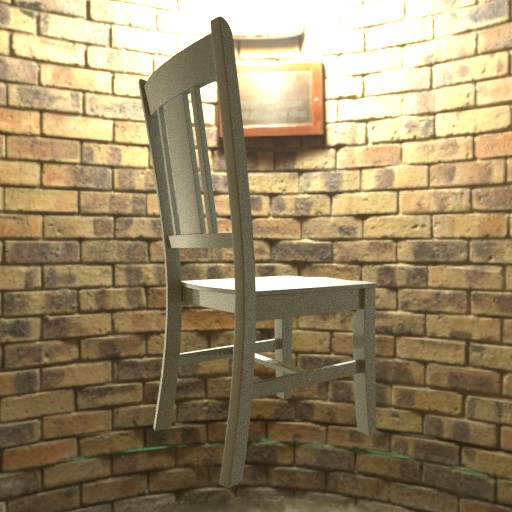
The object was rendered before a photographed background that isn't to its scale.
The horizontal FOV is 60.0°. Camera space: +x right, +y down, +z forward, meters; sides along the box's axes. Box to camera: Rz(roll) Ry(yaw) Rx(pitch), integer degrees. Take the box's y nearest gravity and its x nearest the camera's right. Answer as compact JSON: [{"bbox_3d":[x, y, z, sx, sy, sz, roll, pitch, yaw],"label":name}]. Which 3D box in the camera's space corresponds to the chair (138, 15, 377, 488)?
[{"bbox_3d":[0.000,0.000,1.245,0.555,0.998,0.450,-1,1,-36],"label":"chair"}]
